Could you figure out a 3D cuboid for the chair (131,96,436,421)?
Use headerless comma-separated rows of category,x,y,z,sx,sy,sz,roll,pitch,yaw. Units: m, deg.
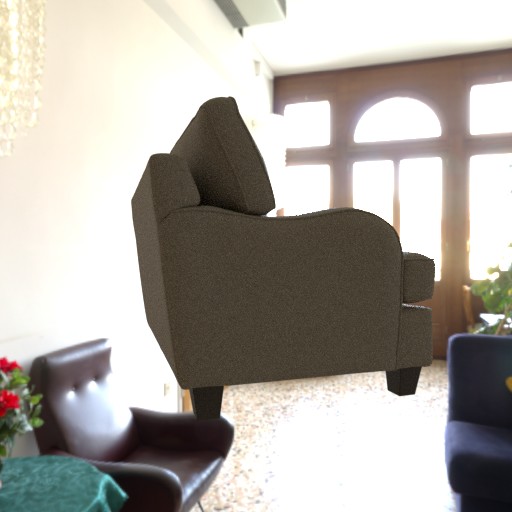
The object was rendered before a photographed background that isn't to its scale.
chair,0.000,0.000,2.010,1.040,1.016,1.220,0,1,-18
